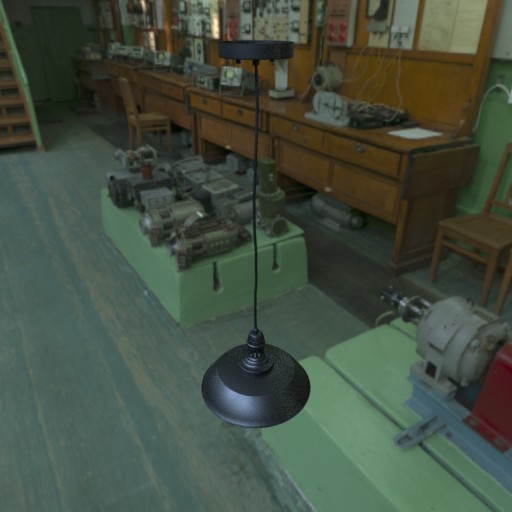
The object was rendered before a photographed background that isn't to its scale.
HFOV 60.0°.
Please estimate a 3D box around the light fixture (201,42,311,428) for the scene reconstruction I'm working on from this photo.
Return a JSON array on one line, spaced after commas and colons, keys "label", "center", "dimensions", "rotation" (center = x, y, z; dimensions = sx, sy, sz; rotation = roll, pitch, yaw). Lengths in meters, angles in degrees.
[{"label": "light fixture", "center": [0.000, 0.000, 1.141], "dimensions": [0.331, 0.993, 0.331], "rotation": [-17, 33, -29]}]
